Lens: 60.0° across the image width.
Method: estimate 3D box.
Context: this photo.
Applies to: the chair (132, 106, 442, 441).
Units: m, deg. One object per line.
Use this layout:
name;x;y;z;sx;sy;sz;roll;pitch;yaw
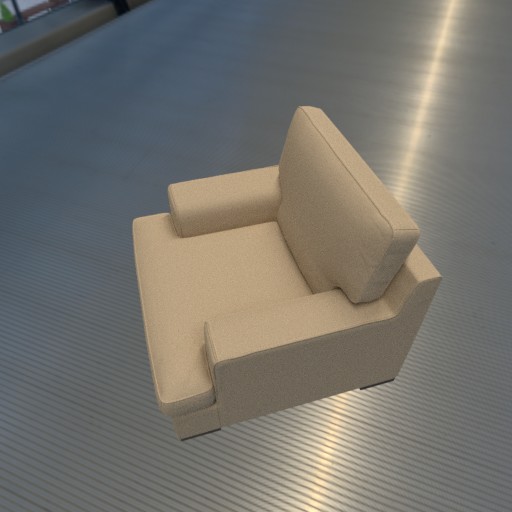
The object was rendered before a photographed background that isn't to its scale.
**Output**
chair;0.000;0.000;2.152;1.274;1.005;1.293;-18;48;-17
